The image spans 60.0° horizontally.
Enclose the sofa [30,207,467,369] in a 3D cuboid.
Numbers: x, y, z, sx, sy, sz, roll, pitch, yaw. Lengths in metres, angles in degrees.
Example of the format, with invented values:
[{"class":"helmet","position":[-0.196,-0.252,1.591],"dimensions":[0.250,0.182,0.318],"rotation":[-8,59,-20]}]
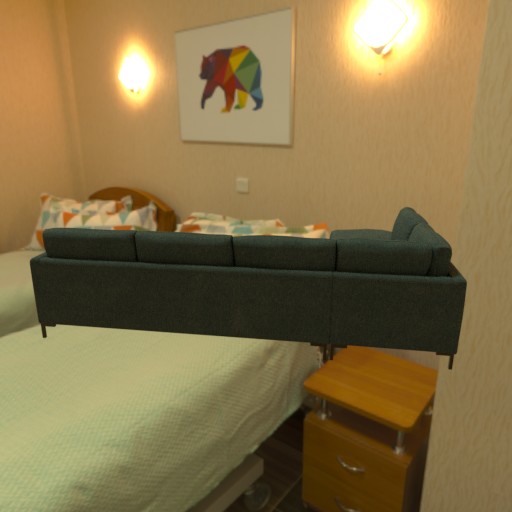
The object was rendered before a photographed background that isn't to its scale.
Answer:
[{"class":"sofa","position":[0.000,0.000,3.866],"dimensions":[2.949,0.815,2.007],"rotation":[3,17,8]}]
